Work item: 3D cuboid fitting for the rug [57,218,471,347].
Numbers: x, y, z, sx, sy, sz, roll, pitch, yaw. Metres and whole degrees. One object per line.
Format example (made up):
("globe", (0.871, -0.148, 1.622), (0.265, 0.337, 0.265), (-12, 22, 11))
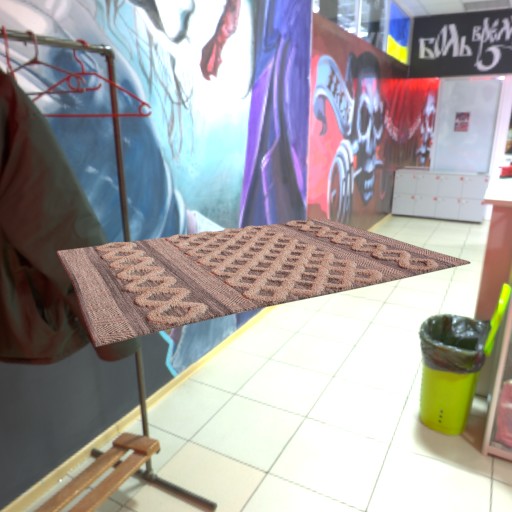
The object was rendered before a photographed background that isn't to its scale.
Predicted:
("rug", (0.000, 0.000, 2.329), (1.823, 0.030, 1.222), (-9, 19, -27))
